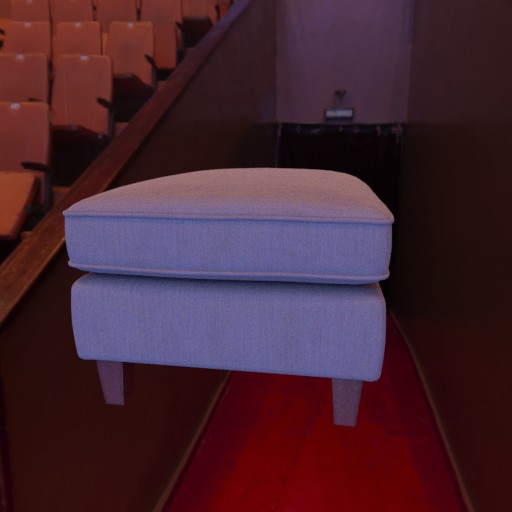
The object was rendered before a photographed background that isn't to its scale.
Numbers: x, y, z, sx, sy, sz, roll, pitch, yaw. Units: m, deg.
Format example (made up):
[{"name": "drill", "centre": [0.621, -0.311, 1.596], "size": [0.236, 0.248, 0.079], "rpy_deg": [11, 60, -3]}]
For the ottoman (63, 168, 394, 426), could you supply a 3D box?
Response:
[{"name": "ottoman", "centre": [0.000, 0.000, 1.270], "size": [0.636, 0.480, 0.941], "rpy_deg": [2, 14, 9]}]
